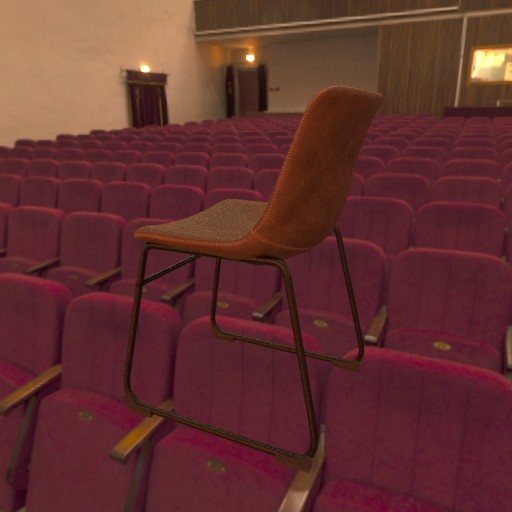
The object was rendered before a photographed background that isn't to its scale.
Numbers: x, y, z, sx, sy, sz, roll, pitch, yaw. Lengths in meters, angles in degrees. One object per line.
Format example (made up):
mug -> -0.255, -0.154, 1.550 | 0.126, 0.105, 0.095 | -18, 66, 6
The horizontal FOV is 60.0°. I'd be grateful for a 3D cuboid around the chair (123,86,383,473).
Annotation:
chair -> 0.000, 0.000, 1.125 | 0.551, 0.780, 0.460 | 8, 19, 25
